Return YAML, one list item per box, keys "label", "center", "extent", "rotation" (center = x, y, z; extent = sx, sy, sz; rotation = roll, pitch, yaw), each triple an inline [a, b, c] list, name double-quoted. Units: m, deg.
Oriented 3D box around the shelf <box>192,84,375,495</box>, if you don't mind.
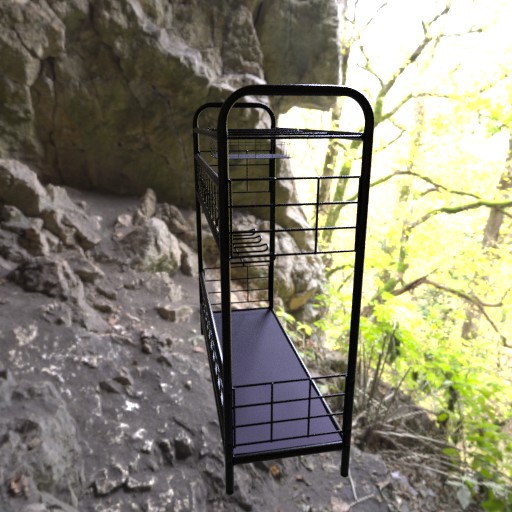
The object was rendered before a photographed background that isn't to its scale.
- label: "shelf"
  center: [0.000, 0.000, 1.510]
  extent: [0.350, 1.026, 0.961]
  rotation: [-3, 17, -10]
